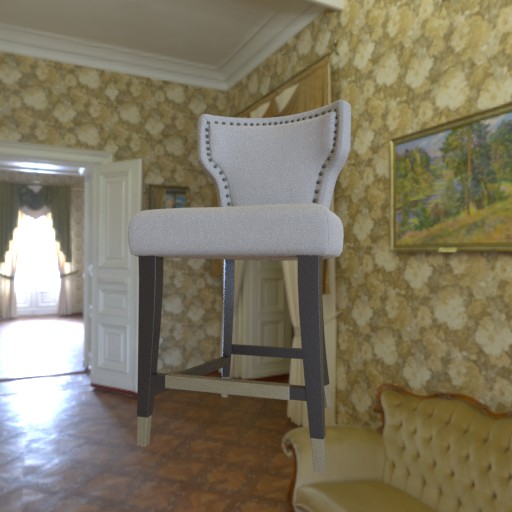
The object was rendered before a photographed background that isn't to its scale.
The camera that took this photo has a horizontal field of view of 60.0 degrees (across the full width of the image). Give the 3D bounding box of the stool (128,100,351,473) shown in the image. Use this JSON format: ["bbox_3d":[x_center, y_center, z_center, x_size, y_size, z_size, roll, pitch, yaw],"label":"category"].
[{"bbox_3d":[0.000,0.000,1.311,0.527,0.982,0.563,0,0,18],"label":"stool"}]
